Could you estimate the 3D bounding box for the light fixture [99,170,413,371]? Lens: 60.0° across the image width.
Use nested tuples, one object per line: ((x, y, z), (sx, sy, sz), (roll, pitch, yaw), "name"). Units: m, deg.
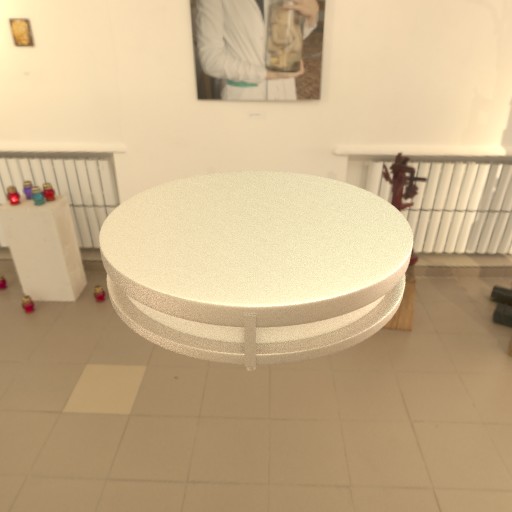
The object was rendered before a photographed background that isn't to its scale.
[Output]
((0.000, 0.000, 0.546), (0.356, 0.102, 0.356), (0, 29, 0), "light fixture")
